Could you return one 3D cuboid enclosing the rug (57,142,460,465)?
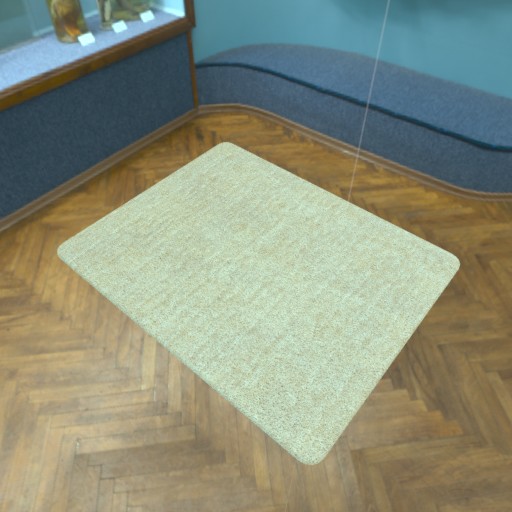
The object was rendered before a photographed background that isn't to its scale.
[{"bbox_3d":[0.000,0.000,3.471,2.528,0.048,2.009,32,56,26],"label":"rug"}]
